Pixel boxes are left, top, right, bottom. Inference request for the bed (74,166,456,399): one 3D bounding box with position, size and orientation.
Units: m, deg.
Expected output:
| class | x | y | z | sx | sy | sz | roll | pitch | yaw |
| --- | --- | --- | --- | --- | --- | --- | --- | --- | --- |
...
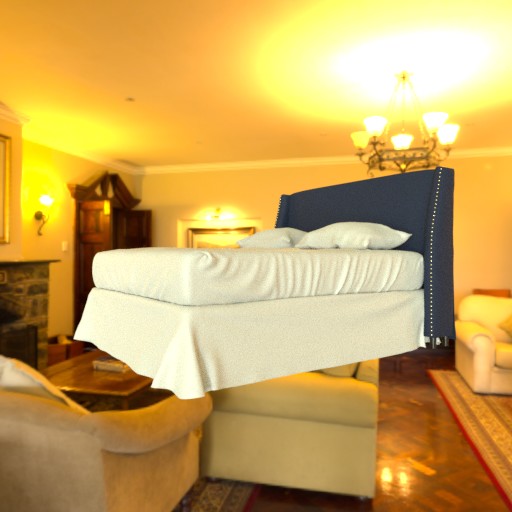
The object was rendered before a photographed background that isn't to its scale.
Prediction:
| class | x | y | z | sx | sy | sz | roll | pitch | yaw |
| --- | --- | --- | --- | --- | --- | --- | --- | --- | --- |
| bed | 0.000 | 0.000 | 3.386 | 2.276 | 1.332 | 1.925 | 0 | 0 | -35 |
